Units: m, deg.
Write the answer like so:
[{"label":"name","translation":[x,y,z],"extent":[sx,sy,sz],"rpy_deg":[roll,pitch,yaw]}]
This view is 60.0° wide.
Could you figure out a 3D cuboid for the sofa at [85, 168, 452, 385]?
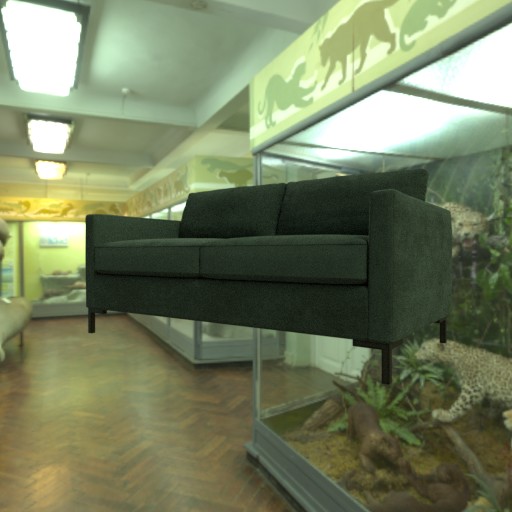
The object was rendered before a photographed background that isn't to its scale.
[{"label":"sofa","translation":[0.000,0.000,2.208],"extent":[1.676,0.817,0.875],"rpy_deg":[0,0,35]}]
